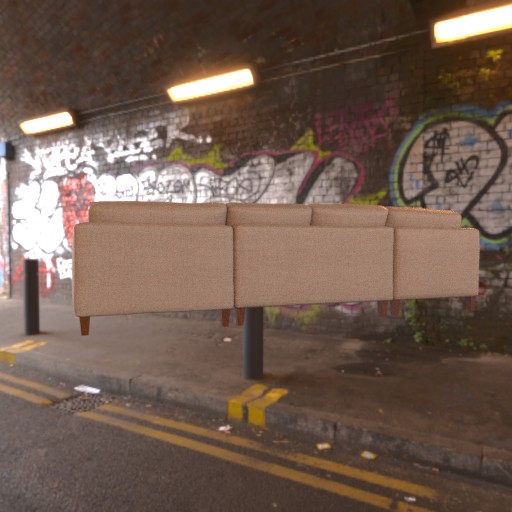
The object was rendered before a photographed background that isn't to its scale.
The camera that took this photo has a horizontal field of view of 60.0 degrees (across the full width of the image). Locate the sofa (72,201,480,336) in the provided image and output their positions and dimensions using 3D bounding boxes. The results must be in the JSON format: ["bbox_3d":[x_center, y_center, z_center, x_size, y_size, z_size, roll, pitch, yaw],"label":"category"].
[{"bbox_3d":[0.000,0.000,4.675,3.460,0.961,2.594,-1,2,-19],"label":"sofa"}]
